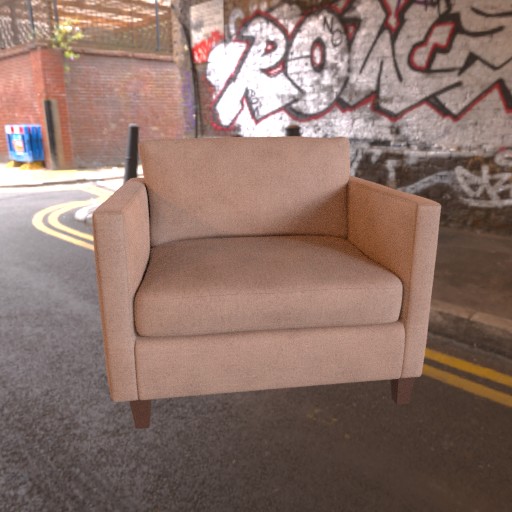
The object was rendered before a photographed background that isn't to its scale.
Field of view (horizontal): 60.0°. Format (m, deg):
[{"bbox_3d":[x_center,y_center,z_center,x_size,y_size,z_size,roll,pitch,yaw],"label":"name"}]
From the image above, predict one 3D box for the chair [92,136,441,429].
[{"bbox_3d":[0.000,0.000,1.862,1.133,0.961,0.959,-2,16,-8],"label":"chair"}]
